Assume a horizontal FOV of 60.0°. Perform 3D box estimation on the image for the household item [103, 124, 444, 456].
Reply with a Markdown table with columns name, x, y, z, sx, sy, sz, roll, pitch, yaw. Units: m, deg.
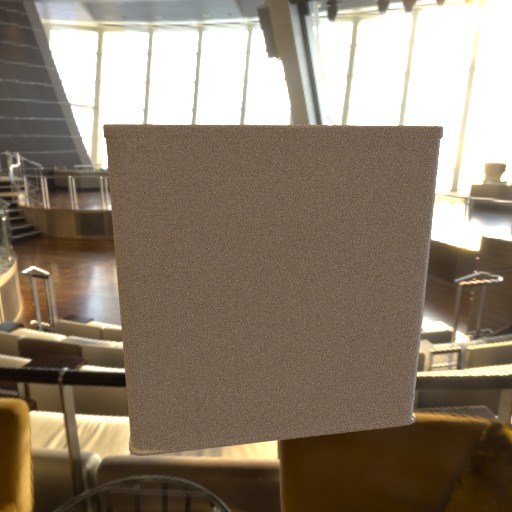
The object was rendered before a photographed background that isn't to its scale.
| name | x | y | z | sx | sy | sz | roll | pitch | yaw |
| --- | --- | --- | --- | --- | --- | --- | --- | --- | --- |
| household item | 0.000 | 0.000 | 0.552 | 0.305 | 0.305 | 0.305 | -3 | 15 | -10 |
